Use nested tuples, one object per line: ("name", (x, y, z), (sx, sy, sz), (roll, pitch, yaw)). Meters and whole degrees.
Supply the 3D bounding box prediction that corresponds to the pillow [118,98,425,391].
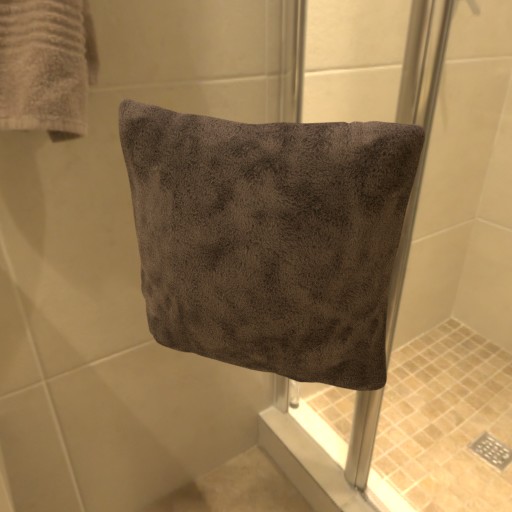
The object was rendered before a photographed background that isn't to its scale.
("pillow", (0.000, 0.000, 0.808), (0.522, 0.520, 0.204), (9, 29, 16))
